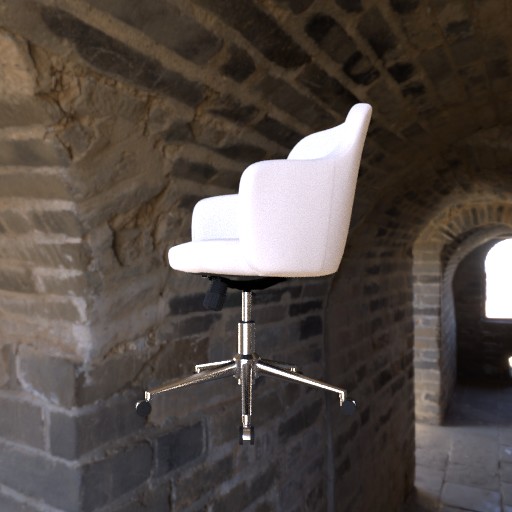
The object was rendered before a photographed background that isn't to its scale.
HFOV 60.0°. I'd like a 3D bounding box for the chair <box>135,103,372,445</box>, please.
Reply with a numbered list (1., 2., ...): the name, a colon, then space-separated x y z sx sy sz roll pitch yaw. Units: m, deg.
1. chair: 0.000 0.000 1.244 0.647 0.819 0.602 0 -1 -19
